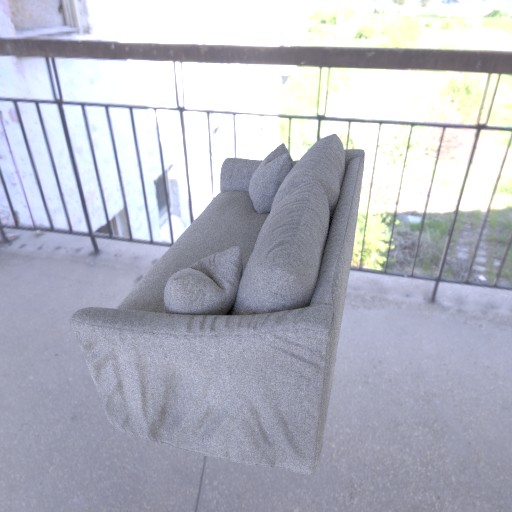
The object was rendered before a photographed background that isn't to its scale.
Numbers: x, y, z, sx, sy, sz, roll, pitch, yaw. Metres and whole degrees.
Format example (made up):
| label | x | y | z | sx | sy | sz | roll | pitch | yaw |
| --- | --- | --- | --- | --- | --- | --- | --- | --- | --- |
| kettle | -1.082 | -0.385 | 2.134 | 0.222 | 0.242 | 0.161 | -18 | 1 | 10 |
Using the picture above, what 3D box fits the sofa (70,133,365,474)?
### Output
| label | x | y | z | sx | sy | sz | roll | pitch | yaw |
| --- | --- | --- | --- | --- | --- | --- | --- | --- | --- |
| sofa | 0.000 | 0.000 | 2.569 | 1.072 | 1.018 | 2.010 | 8 | 32 | 13 |
